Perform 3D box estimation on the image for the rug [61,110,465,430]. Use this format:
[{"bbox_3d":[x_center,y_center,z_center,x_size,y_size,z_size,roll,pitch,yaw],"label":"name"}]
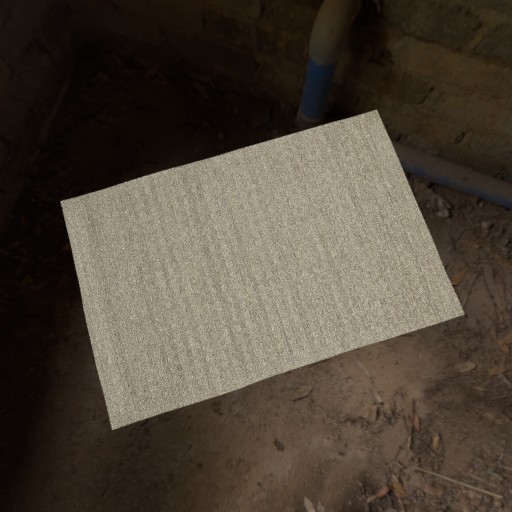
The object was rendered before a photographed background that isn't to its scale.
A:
[{"bbox_3d":[0.000,0.000,2.904,2.297,0.018,1.532,-17,77,-4],"label":"rug"}]
